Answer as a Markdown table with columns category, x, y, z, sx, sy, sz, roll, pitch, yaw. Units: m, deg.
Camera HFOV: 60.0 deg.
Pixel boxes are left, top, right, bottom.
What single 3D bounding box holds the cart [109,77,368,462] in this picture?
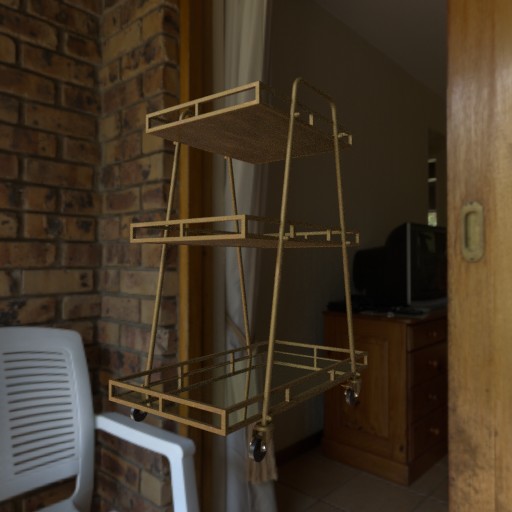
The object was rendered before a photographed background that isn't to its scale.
| category | x | y | z | sx | sy | sz | roll | pitch | yaw |
| --- | --- | --- | --- | --- | --- | --- | --- | --- | --- |
| cart | 0.000 | 0.000 | 1.276 | 0.441 | 0.883 | 0.711 | -1 | -1 | 37 |
